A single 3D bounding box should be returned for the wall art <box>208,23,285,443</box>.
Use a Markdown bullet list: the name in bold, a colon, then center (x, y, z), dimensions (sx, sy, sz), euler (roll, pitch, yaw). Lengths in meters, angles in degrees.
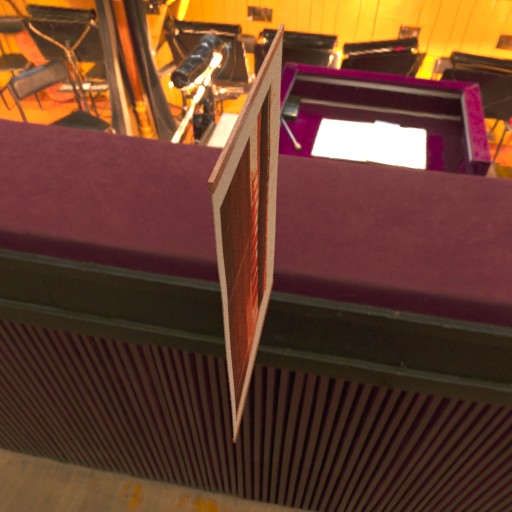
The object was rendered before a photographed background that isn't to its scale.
- **wall art**: center (0.000, 0.000, 1.894), dimensions (0.019, 1.527, 1.019), euler (8, 47, 8)
